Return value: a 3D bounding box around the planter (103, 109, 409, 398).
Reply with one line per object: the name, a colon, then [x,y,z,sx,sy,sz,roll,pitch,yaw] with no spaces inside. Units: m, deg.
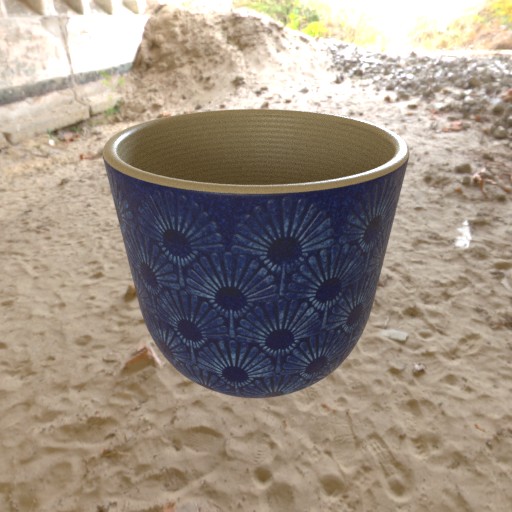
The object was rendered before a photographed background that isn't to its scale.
planter: [0.000,0.000,0.356,0.206,0.190,0.206,0,29,0]
